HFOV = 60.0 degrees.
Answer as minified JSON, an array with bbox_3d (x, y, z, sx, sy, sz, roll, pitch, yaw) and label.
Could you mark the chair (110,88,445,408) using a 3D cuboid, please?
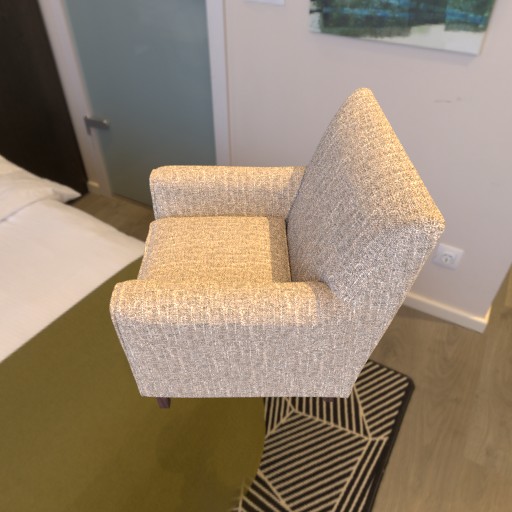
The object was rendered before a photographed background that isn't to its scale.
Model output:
[{"bbox_3d":[0.000,0.000,1.635,0.873,0.928,0.864,-1,41,-1],"label":"chair"}]
